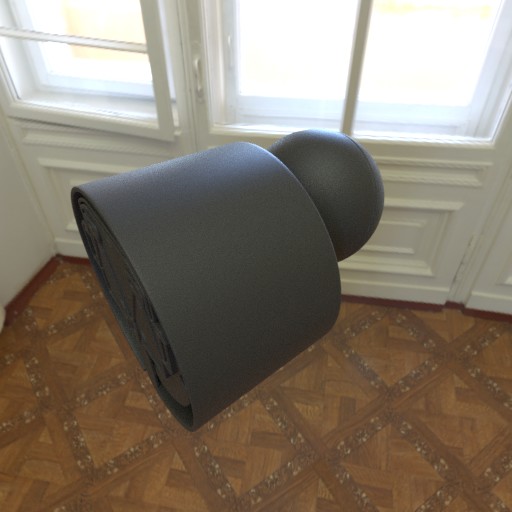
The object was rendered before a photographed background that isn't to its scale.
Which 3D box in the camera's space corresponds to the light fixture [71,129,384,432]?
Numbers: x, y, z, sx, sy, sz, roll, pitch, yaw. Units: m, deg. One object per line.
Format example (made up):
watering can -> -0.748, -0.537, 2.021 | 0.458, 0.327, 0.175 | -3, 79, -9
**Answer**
light fixture -> 0.000, 0.000, 0.262 | 0.160, 0.143, 0.134 | -26, 50, -25
